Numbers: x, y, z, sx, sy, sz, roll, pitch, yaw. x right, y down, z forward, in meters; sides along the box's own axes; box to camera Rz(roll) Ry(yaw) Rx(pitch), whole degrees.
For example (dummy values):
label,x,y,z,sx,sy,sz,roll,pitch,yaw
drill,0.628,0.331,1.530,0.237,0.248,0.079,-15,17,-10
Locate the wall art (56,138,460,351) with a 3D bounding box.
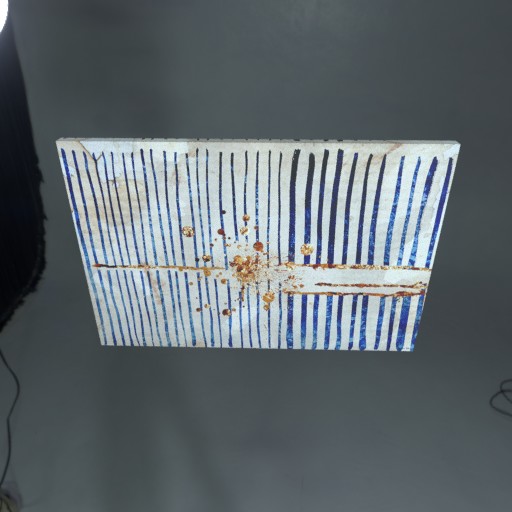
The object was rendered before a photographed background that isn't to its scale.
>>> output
label,x,y,z,sx,sy,sz,roll,pitch,yaw
wall art,0.000,0.000,1.169,0.919,0.609,0.030,1,30,1
